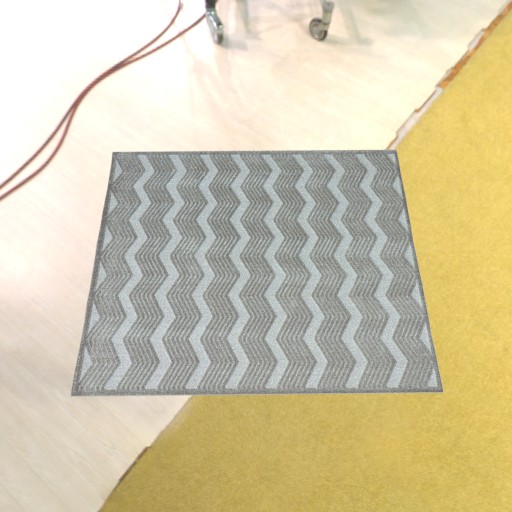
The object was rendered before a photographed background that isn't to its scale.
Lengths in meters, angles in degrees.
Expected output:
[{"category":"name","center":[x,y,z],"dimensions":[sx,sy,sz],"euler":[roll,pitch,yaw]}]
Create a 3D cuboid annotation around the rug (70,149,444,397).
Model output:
[{"category":"rug","center":[0.000,0.000,3.950],"dimensions":[2.880,0.005,2.391],"euler":[-1,63,0]}]
